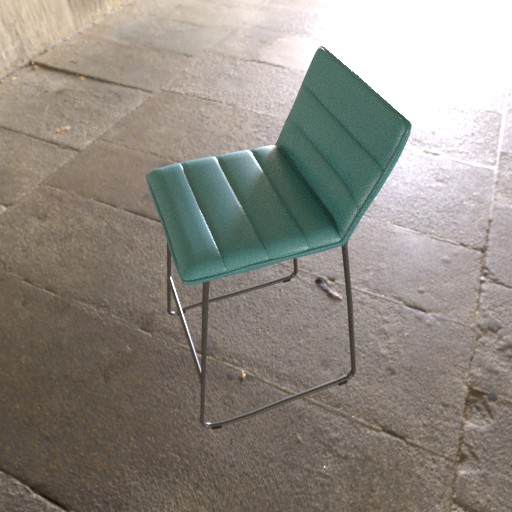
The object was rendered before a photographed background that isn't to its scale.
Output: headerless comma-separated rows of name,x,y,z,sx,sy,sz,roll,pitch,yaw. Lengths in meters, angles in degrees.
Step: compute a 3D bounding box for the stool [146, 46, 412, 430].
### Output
stool,0.000,0.000,1.224,0.524,0.936,0.489,-16,50,-14
